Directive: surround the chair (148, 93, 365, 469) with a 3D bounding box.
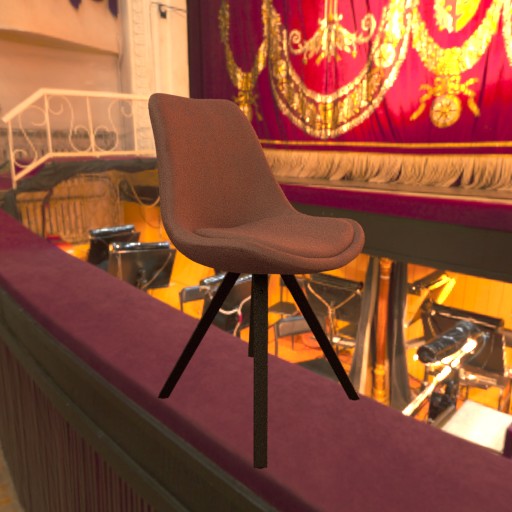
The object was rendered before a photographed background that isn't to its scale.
[{"bbox_3d":[0.000,0.000,1.214,0.547,0.865,0.483,13,19,43],"label":"chair"}]
